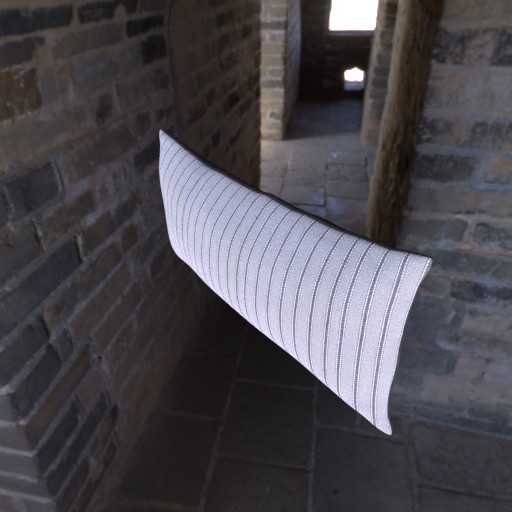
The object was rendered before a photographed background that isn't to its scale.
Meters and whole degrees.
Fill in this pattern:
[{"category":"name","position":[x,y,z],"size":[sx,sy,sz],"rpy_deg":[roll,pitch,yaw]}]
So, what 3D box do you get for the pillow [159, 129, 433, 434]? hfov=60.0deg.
[{"category":"pillow","position":[0.000,0.000,0.743],"size":[0.151,0.305,0.609],"rpy_deg":[-23,39,-31]}]
